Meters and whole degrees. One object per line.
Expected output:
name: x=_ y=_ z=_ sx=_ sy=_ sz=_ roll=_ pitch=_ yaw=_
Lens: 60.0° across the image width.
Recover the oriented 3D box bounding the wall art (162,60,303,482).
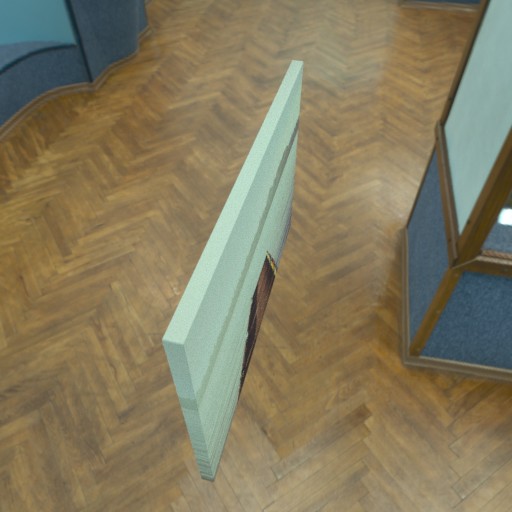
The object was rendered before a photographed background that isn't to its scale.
wall art: x=0.000 y=0.000 z=1.414 sx=0.040 sy=0.765 sz=1.149 roll=11 pitch=48 yaw=10
